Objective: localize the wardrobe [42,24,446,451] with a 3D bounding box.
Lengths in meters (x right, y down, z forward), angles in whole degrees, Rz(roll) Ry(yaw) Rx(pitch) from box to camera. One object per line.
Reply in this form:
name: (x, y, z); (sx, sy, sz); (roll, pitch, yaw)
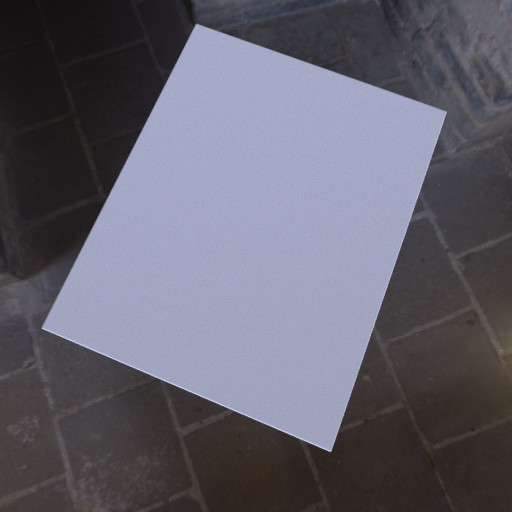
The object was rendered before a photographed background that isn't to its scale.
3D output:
wardrobe: (0.000, 0.000, 0.864); (0.400, 0.520, 0.500); (21, 78, 5)
